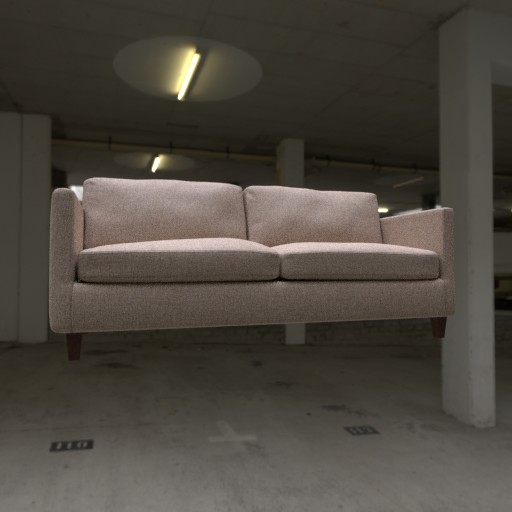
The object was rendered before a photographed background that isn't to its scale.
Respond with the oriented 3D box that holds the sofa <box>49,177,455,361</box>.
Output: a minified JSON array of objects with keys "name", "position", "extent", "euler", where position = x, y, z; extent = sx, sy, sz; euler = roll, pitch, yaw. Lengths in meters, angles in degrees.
[{"name":"sofa","position":[0.000,0.000,2.698],"extent":[2.208,0.965,0.951],"euler":[0,-1,-18]}]
